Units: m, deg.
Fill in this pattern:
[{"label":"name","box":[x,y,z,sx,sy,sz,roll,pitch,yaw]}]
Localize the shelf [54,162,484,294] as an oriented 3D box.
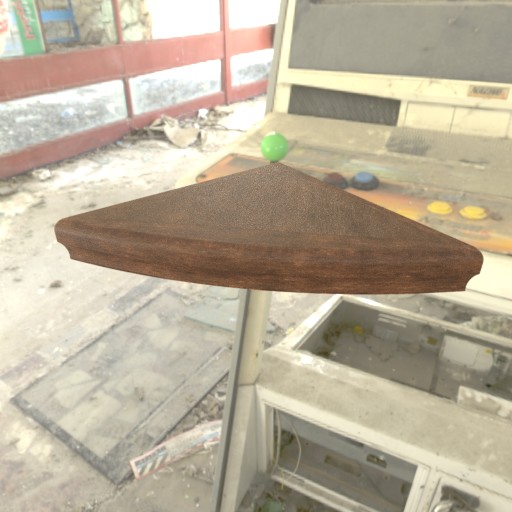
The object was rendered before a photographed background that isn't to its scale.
[{"label":"shelf","box":[0.000,0.000,0.455,0.310,0.050,0.310,-21,37,-31]}]
